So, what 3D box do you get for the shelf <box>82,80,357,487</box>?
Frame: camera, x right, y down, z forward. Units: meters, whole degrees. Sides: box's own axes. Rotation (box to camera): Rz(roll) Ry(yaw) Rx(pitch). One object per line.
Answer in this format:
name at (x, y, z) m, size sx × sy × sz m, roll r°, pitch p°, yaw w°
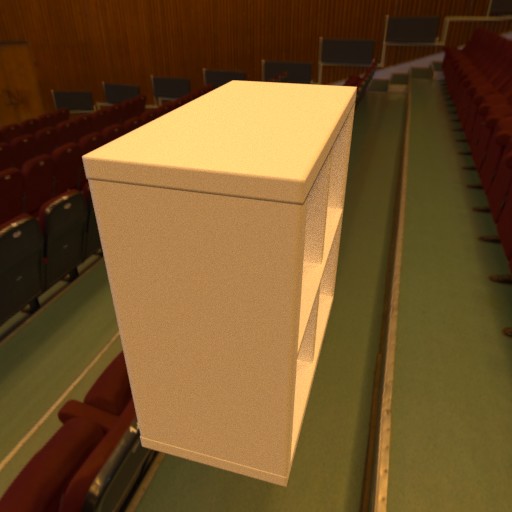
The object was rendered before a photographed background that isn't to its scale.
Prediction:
shelf at (0.000, 0.000, 1.243) m, size 0.390 × 0.786 × 0.790 m, roll 9°, pitch 32°, yaw 14°
